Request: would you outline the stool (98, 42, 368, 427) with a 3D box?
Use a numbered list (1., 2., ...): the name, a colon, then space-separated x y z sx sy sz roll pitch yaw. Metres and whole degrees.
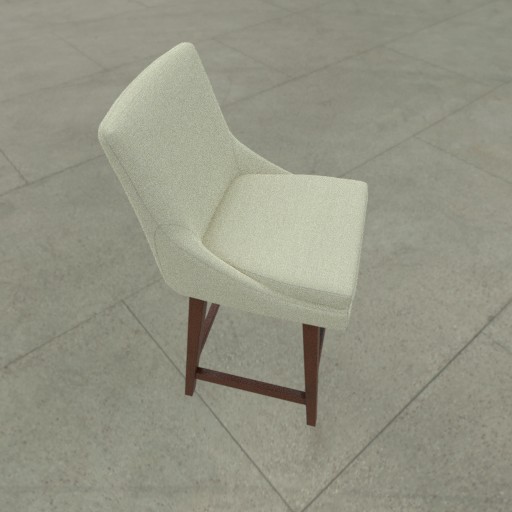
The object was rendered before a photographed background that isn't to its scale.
1. stool: 0.000 0.000 1.271 0.559 0.991 0.469 10 47 10
